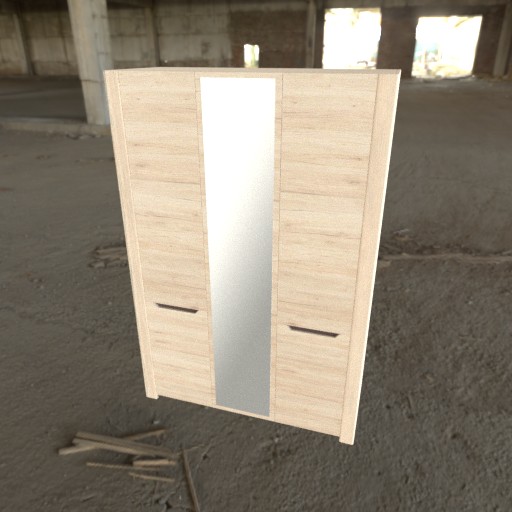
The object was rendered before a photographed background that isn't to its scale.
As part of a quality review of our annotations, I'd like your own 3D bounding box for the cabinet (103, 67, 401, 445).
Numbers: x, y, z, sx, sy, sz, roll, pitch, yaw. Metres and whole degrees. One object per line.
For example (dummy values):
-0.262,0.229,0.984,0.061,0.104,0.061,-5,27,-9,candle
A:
0.000,0.000,2.673,1.400,2.070,0.580,7,26,16,cabinet
